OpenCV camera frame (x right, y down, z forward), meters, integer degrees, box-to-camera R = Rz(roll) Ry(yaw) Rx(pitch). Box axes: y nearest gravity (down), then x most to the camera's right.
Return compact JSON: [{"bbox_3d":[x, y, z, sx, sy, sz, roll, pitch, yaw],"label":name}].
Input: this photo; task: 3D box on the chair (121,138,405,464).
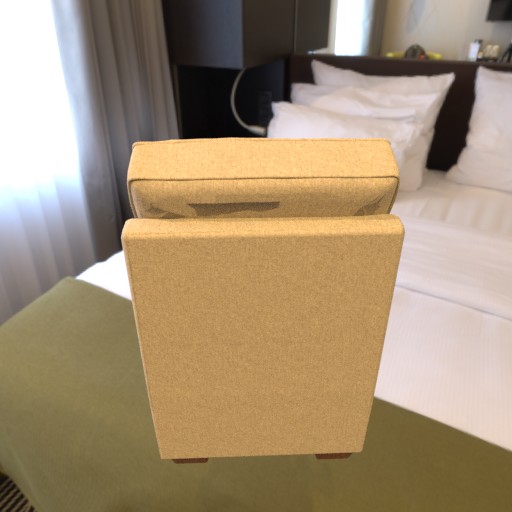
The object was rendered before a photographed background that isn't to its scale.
[{"bbox_3d":[0.000,0.000,1.625,0.674,1.058,1.020,-1,30,-2],"label":"chair"}]
